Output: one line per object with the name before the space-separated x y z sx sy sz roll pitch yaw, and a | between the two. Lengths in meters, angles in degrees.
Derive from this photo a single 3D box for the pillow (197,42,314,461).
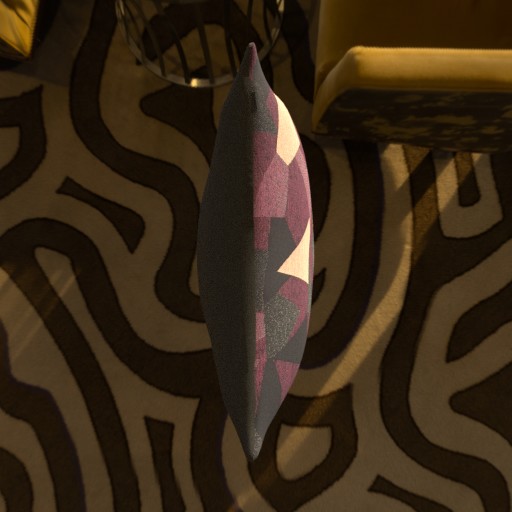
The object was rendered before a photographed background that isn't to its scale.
pillow | 0.000 0.000 0.756 0.208 0.496 0.503 0 90 -1
